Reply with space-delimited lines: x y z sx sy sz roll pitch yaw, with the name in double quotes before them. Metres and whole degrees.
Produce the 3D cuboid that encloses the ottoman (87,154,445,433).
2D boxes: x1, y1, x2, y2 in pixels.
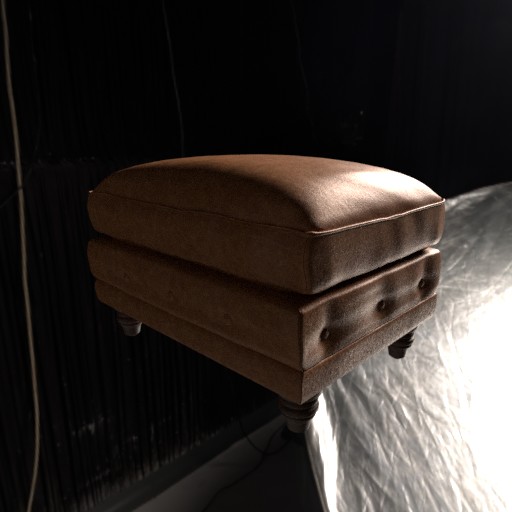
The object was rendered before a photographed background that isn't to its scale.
"ottoman" 0.000 0.000 1.084 0.710 0.480 0.533 14 21 42
